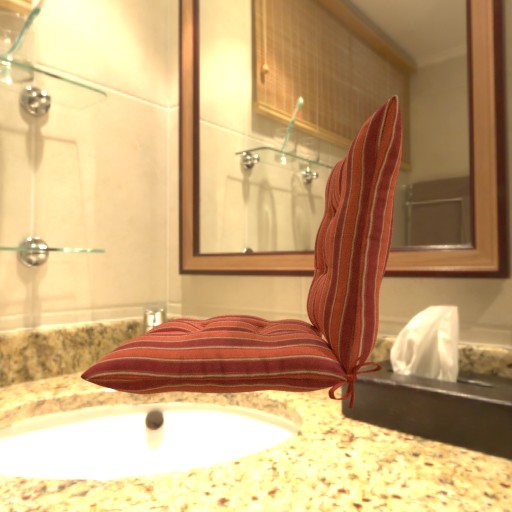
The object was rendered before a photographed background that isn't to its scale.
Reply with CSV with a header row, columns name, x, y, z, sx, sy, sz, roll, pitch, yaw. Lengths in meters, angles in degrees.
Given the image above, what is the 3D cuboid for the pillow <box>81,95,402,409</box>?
name,x,y,z,sx,sy,sz,roll,pitch,yaw
pillow,0.000,0.000,1.003,0.585,0.536,0.541,0,-1,2
